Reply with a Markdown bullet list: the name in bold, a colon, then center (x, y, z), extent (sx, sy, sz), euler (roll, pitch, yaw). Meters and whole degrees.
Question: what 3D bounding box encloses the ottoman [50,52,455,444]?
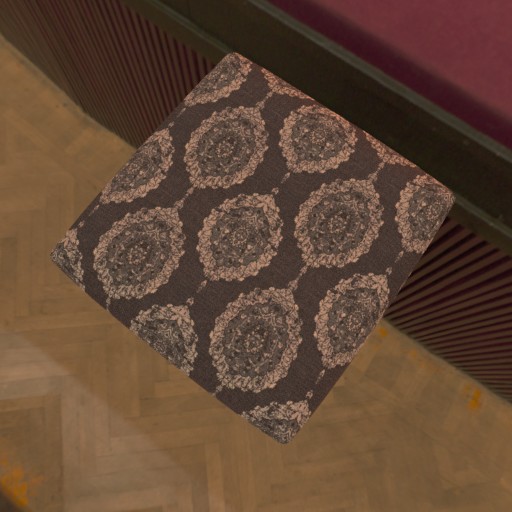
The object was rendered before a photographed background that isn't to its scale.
- **ottoman**: center (0.000, 0.000, 0.913), extent (0.497, 0.475, 0.507), euler (36, 78, 9)
